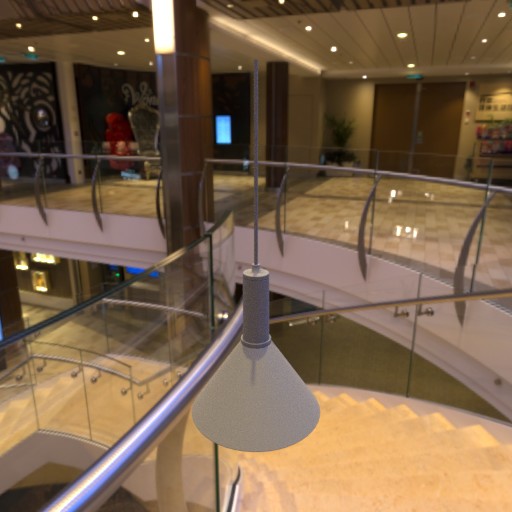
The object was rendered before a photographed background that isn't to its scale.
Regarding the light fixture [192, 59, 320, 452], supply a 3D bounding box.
[{"bbox_3d":[0.000,0.000,0.836,0.267,0.683,0.267,-8,18,-25],"label":"light fixture"}]
